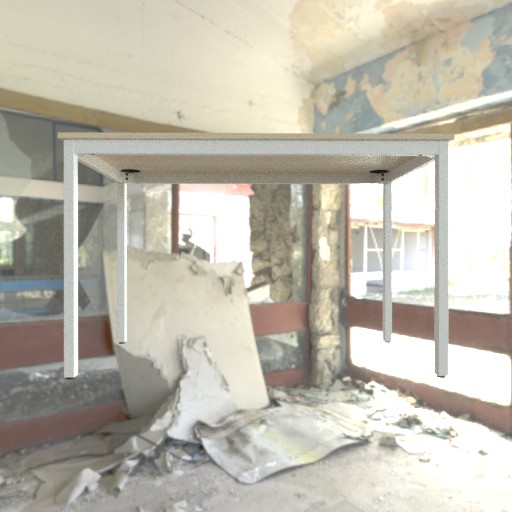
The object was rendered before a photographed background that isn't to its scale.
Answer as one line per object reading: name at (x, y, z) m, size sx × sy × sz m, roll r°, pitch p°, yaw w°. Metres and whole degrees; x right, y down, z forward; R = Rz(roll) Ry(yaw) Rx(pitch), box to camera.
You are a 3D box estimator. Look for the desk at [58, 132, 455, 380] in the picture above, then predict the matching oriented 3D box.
desk at (0.000, 0.000, 1.639) m, size 1.200 × 0.750 × 0.600 m, roll 0°, pitch 0°, yaw -1°
